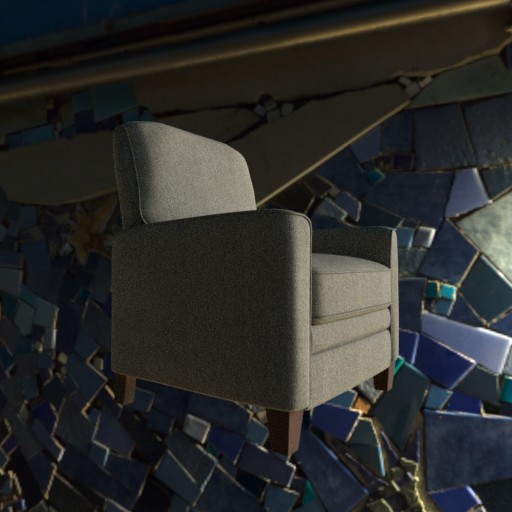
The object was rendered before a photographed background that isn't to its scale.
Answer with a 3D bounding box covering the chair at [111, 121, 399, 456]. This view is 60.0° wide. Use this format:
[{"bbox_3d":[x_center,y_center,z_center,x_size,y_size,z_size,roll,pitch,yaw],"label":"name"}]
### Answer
[{"bbox_3d":[0.000,0.000,1.649,0.858,1.028,0.841,0,-1,37],"label":"chair"}]
